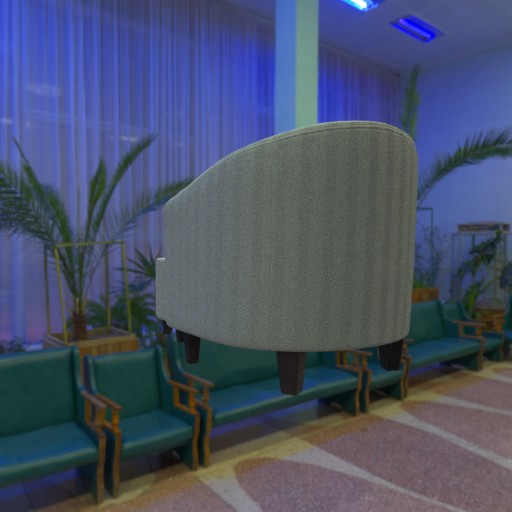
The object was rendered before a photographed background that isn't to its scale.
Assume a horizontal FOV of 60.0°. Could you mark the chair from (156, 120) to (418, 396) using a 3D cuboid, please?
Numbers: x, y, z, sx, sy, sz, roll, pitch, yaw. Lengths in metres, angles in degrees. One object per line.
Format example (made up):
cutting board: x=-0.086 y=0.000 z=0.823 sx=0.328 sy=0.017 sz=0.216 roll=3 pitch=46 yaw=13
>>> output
chair: x=0.000 y=0.000 z=1.757 sx=0.756 sy=0.757 sz=1.288 roll=-1 pitch=1 yaw=-35
